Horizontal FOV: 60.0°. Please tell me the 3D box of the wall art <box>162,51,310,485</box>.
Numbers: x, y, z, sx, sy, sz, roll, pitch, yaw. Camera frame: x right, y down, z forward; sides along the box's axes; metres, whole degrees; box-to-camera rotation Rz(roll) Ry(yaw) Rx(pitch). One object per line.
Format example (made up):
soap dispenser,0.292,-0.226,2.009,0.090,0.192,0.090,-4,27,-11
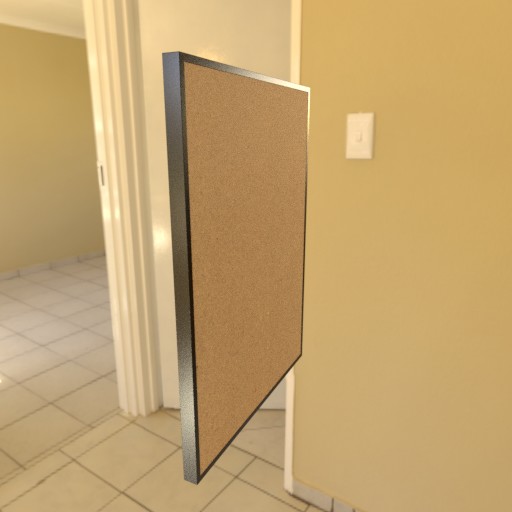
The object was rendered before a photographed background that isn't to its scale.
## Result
wall art,0.000,0.000,1.373,0.043,1.046,0.788,7,17,25
